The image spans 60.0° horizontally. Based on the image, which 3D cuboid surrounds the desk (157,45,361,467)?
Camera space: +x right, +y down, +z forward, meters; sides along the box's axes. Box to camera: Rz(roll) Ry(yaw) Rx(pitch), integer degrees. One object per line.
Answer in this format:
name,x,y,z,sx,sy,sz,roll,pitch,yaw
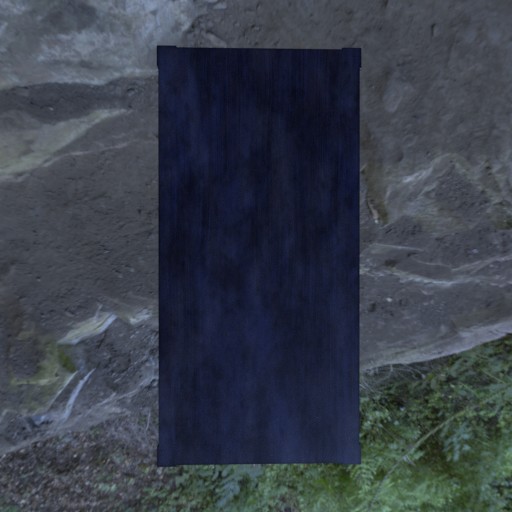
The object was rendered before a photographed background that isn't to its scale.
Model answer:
desk,0.000,0.000,1.792,0.630,0.861,1.289,0,90,-2
